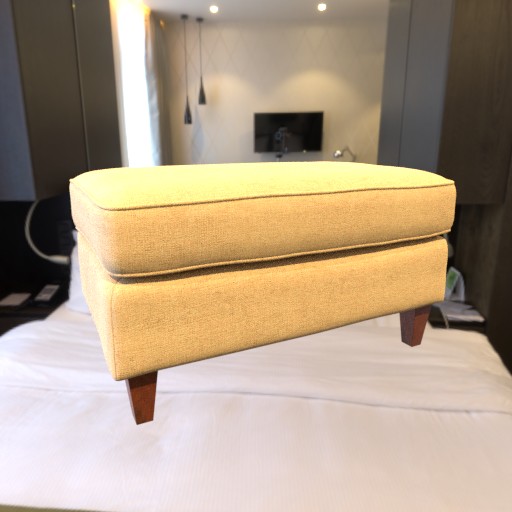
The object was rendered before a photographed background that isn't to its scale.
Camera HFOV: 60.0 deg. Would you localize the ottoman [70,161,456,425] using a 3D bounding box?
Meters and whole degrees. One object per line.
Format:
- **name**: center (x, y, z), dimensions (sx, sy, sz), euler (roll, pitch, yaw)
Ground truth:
- **ottoman**: center (0.000, 0.000, 1.193), dimensions (0.862, 0.484, 0.583), euler (-8, 17, -26)
